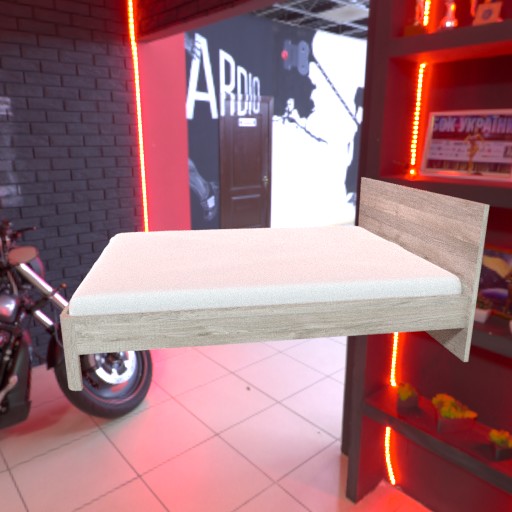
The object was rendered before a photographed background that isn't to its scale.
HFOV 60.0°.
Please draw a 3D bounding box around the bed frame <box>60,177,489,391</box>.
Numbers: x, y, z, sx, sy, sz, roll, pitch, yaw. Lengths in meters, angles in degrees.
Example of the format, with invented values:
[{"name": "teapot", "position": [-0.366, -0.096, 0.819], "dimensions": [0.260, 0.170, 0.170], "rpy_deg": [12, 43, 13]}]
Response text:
[{"name": "bed frame", "position": [0.000, 0.000, 2.716], "dimensions": [1.950, 0.800, 1.490], "rpy_deg": [-2, 15, -9]}]
